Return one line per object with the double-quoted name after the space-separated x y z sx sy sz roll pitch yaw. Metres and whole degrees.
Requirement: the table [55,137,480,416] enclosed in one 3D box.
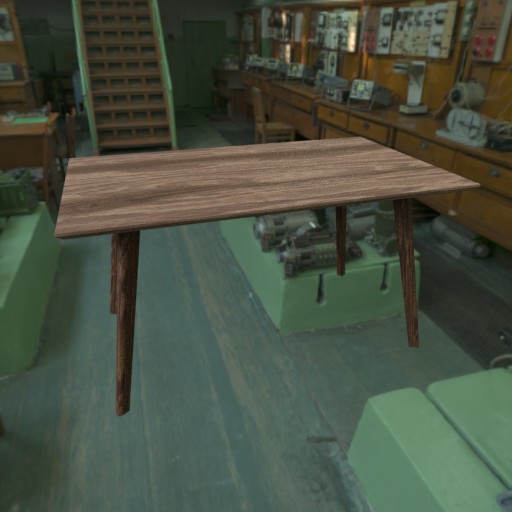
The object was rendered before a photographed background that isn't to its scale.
0.000 0.000 1.827 1.349 0.724 0.801 -8 28 -16 "table"
